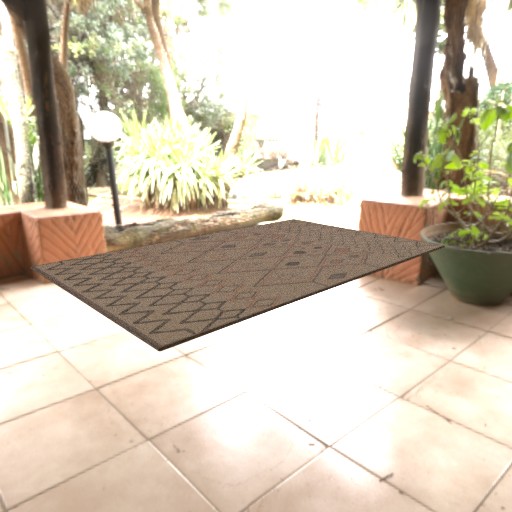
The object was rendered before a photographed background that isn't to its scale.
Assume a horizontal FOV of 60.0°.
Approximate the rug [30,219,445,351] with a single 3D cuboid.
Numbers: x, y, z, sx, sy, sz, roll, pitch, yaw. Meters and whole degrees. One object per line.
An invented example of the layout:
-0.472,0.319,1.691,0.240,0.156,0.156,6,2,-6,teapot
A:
0.000,0.000,3.035,2.438,0.015,1.524,-14,20,-41,rug
